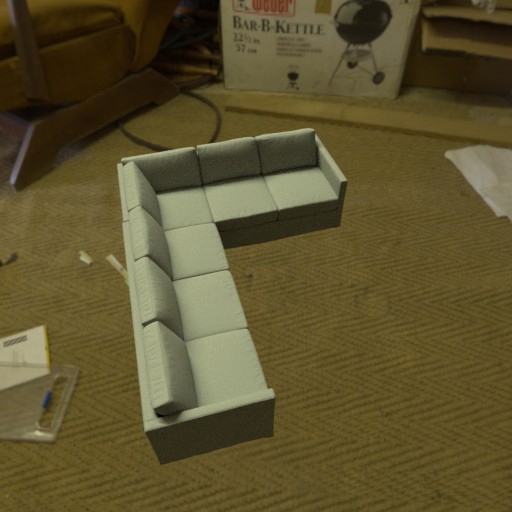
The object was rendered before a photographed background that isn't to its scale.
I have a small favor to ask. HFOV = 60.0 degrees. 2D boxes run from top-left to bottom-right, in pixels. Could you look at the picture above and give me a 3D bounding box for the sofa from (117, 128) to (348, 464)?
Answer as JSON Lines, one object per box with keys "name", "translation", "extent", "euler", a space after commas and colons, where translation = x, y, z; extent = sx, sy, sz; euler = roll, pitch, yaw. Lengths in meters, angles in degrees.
{"name": "sofa", "translation": [0.000, 0.000, 4.397], "extent": [2.432, 0.871, 3.182], "euler": [-12, 48, -11]}
